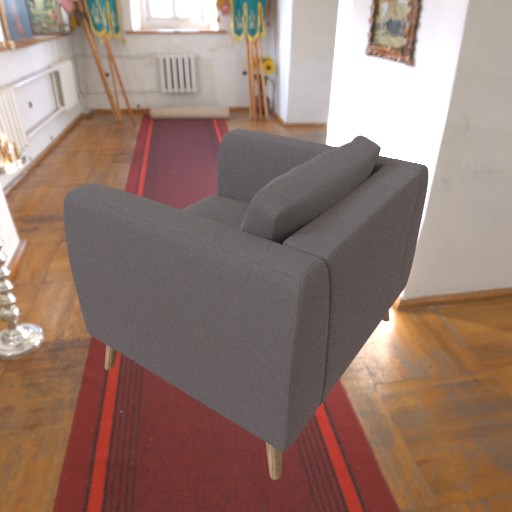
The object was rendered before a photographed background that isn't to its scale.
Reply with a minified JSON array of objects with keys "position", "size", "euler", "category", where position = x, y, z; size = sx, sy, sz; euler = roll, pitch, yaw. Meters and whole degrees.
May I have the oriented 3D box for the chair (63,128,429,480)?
[{"position":[0.000,0.000,1.681],"size":[0.930,0.860,1.000],"euler":[20,37,30],"category":"chair"}]
